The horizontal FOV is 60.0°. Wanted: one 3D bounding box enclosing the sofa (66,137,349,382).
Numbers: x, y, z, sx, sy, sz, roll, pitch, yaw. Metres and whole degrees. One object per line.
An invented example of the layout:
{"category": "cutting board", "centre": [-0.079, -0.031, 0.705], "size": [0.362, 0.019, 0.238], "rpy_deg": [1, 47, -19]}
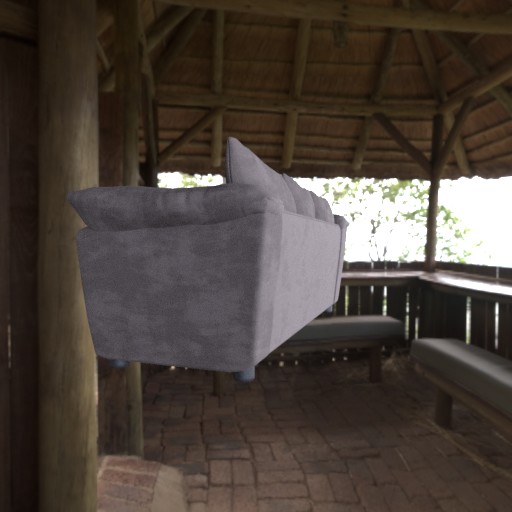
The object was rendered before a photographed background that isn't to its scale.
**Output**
{"category": "sofa", "centre": [0.000, 0.000, 2.801], "size": [0.893, 0.981, 2.377], "rpy_deg": [1, 2, 19]}
